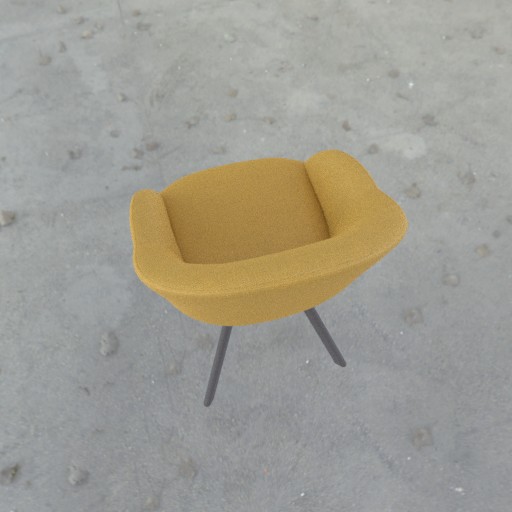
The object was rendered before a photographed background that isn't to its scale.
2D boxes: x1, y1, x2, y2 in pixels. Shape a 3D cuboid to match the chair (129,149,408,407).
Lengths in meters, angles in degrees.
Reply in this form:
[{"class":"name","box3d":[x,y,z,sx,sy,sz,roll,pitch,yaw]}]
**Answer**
[{"class":"chair","box3d":[0.000,0.000,1.163,0.551,0.793,0.583,-14,60,-8]}]
